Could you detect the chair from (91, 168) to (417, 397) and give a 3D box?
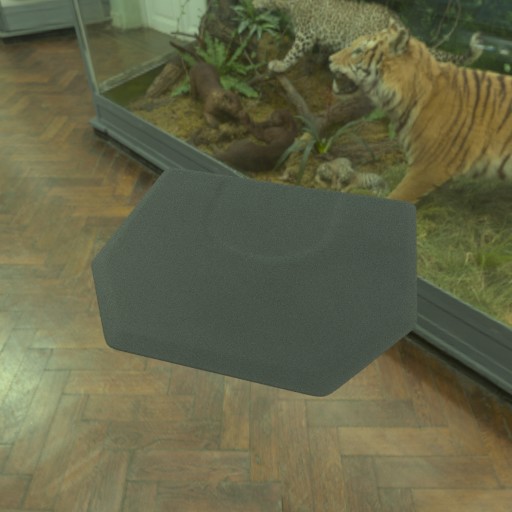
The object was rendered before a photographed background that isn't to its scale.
[{"bbox_3d":[0.000,0.000,1.954,1.372,0.024,1.219,10,43,11],"label":"chair"}]
